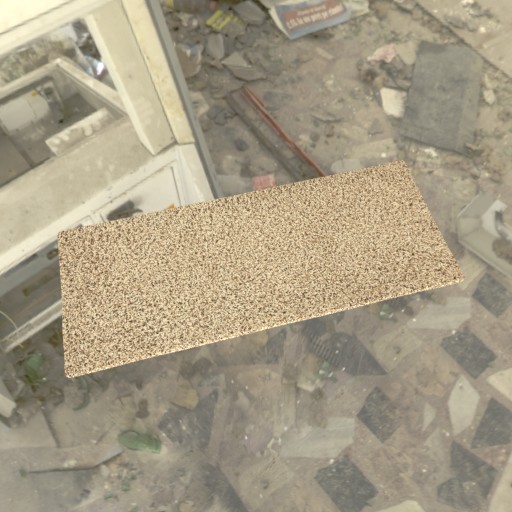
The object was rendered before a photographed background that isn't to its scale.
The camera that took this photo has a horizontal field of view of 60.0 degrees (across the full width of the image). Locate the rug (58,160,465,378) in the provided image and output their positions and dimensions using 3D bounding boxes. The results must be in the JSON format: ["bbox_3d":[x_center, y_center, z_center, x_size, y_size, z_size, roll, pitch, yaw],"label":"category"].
[{"bbox_3d":[0.000,0.000,1.771,1.524,0.030,0.609,-13,63,-7],"label":"rug"}]
